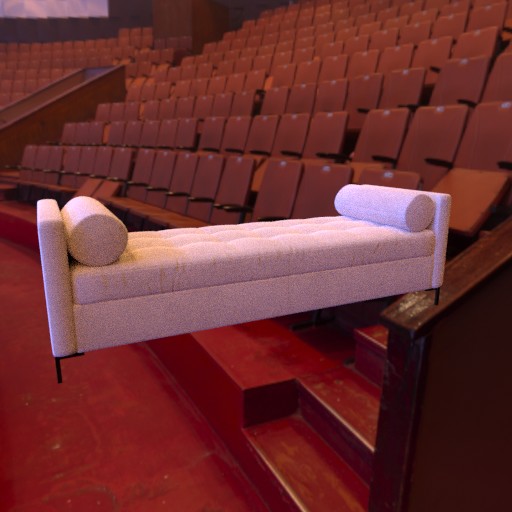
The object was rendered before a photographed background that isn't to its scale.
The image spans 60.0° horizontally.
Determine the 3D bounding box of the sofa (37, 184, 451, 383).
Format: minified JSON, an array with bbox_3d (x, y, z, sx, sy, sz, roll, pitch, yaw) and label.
[{"bbox_3d":[0.000,0.000,2.292,1.981,0.635,0.686,-7,15,-25],"label":"sofa"}]
